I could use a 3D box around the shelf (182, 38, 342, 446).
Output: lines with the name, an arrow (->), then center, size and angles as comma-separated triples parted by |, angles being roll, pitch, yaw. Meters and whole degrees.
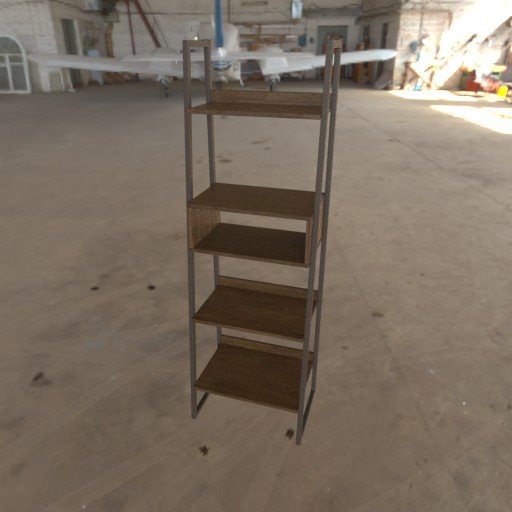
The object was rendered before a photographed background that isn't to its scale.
shelf -> 0.000, 0.000, 2.273 | 0.652, 2.005, 0.454 | 8, 27, 16
